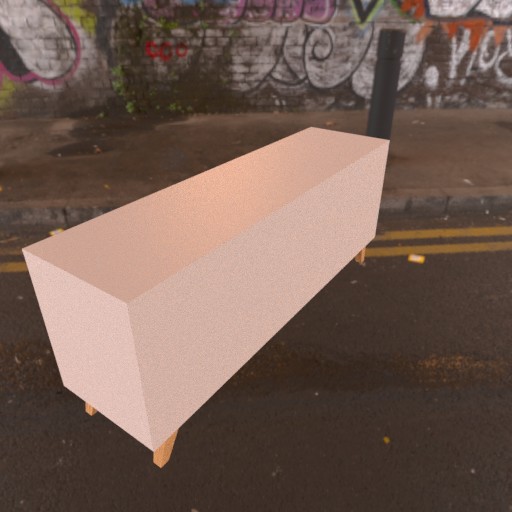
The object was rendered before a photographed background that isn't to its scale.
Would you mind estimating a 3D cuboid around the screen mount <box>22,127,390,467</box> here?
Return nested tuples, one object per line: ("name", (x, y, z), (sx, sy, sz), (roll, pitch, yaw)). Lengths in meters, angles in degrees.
("screen mount", (0.000, 0.000, 1.706), (0.400, 0.619, 1.490), (20, 36, 30))
